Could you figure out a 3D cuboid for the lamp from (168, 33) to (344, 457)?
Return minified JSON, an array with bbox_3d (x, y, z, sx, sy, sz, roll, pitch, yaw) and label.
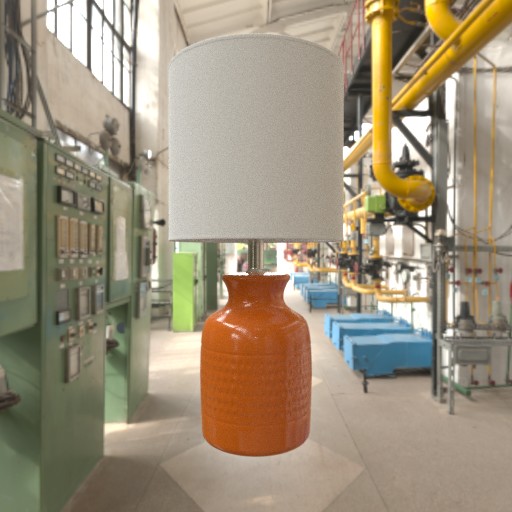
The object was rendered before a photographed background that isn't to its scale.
[{"bbox_3d":[0.000,0.000,1.076,0.418,0.871,0.418,0,1,2],"label":"lamp"}]
